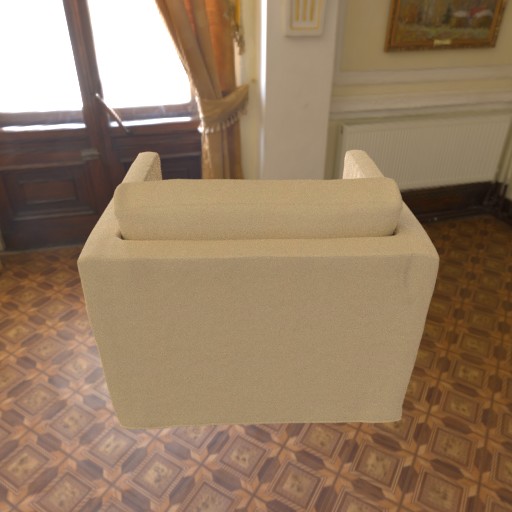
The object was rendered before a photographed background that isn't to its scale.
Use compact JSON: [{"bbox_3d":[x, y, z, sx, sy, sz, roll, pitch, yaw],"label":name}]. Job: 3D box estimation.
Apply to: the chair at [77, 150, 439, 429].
[{"bbox_3d":[0.000,0.000,1.759,1.057,0.851,0.947,-1,31,-2],"label":"chair"}]
